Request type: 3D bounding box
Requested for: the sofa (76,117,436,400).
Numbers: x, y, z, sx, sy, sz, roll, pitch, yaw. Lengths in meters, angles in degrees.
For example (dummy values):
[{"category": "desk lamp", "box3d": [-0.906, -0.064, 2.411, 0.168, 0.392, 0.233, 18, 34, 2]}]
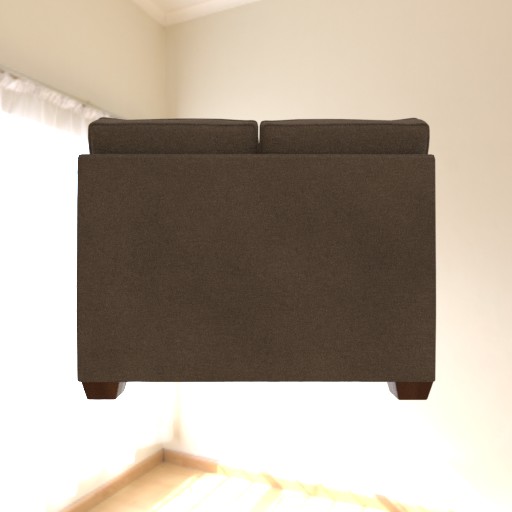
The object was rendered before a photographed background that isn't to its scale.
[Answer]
[{"category": "sofa", "box3d": [0.000, 0.000, 1.965, 1.237, 1.008, 0.951, 0, -1, 0]}]
